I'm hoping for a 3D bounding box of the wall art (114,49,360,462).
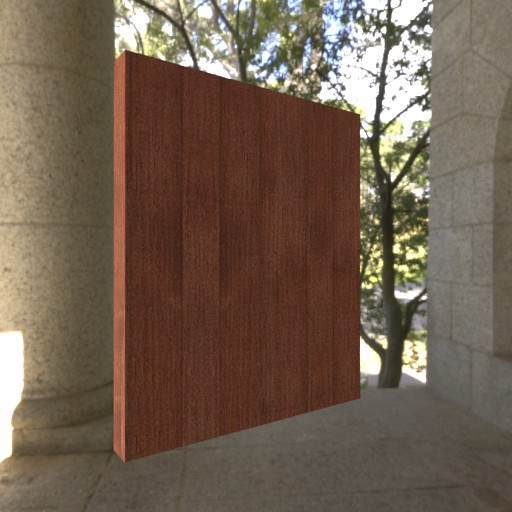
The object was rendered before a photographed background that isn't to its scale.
[{"bbox_3d":[0.000,0.000,0.608,0.377,0.449,0.039,0,0,-35],"label":"wall art"}]
